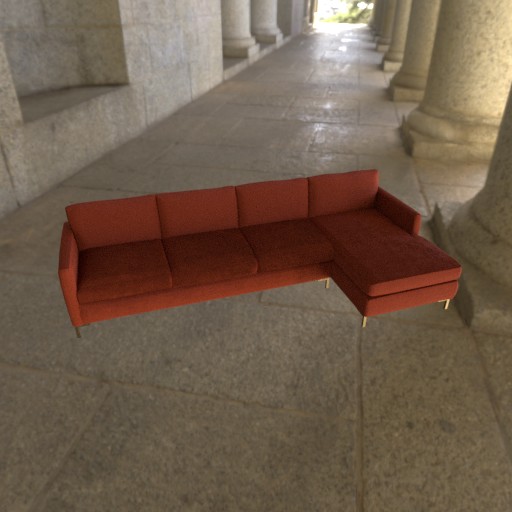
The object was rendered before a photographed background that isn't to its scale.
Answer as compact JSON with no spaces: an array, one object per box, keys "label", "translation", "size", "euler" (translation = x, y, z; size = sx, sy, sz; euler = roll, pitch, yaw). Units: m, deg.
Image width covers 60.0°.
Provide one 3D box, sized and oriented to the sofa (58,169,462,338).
[{"label":"sofa","translation":[0.000,0.000,3.545],"size":[2.932,0.810,1.350],"euler":[-9,32,-15]}]
